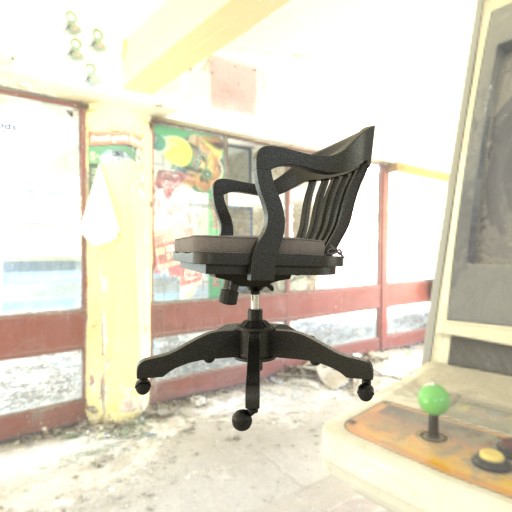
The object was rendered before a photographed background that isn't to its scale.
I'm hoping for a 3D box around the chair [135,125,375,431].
[{"bbox_3d":[0.000,0.000,1.489,0.788,0.878,0.750,0,1,-17],"label":"chair"}]
